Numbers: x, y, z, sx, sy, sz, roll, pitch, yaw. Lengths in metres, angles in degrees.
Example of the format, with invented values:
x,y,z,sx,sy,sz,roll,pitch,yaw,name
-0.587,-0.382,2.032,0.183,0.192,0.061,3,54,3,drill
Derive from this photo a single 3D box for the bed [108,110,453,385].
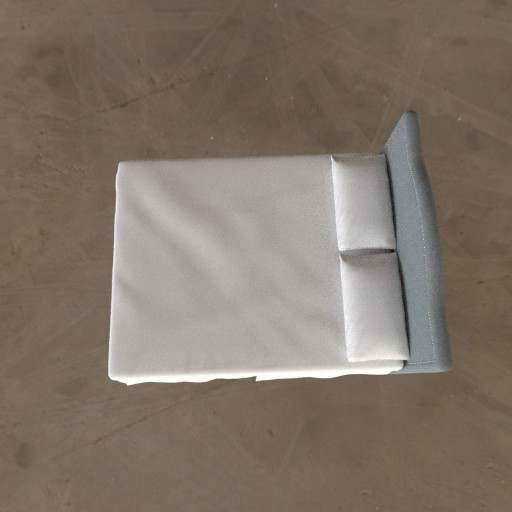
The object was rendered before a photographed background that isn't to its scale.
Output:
x,y,z,sx,sy,sz,roll,pitch,yaw,name
0.000,0.000,3.931,2.689,1.457,2.161,-2,75,-1,bed
